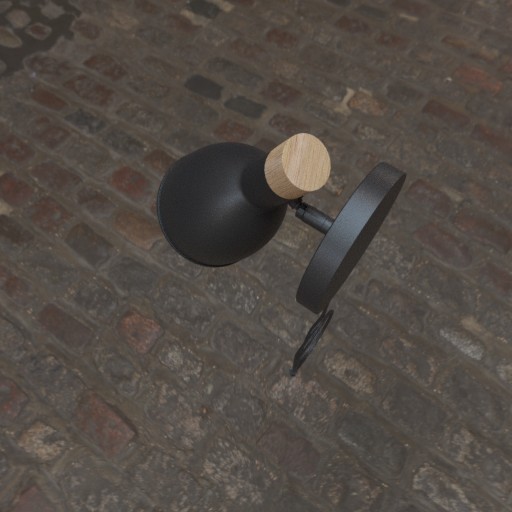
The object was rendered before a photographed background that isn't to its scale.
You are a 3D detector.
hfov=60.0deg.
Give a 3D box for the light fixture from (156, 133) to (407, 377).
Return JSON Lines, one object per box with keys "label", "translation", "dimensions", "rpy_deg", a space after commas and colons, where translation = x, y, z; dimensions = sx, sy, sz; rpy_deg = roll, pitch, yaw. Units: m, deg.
{"label": "light fixture", "translation": [0.000, 0.000, 0.485], "dimensions": [0.203, 0.401, 0.127], "rpy_deg": [33, 67, 16]}
